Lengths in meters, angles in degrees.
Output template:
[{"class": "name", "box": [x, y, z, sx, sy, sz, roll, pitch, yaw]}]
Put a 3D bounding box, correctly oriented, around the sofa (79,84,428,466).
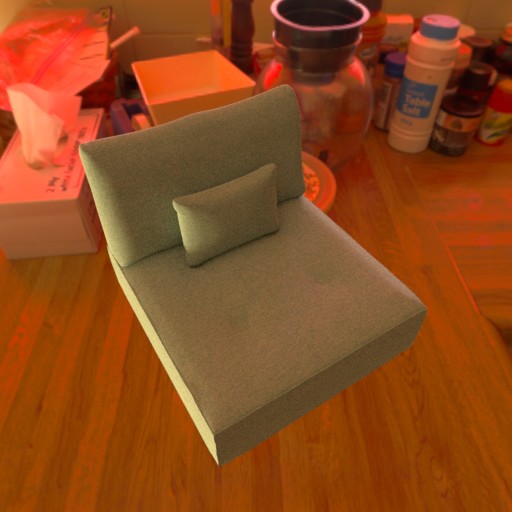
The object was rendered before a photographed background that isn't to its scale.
[{"class": "sofa", "box": [0.000, 0.000, 1.729, 0.930, 0.820, 1.000, -24, 51, -22]}]
